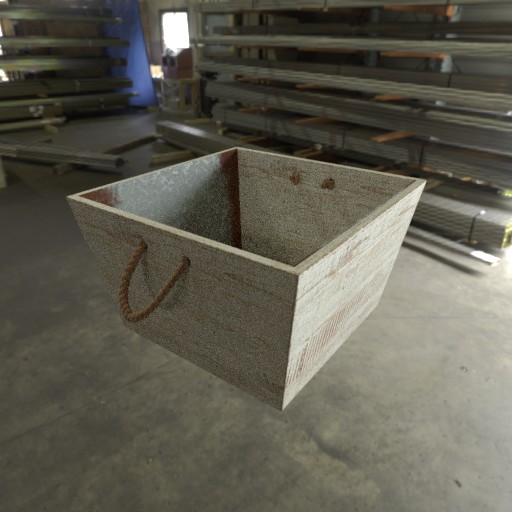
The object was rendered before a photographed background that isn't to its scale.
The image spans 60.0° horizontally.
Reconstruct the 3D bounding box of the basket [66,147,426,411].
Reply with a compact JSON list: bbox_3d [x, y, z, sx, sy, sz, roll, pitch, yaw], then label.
[{"bbox_3d":[0.000,0.000,0.765,0.413,0.247,0.545,18,32,32],"label":"basket"}]
